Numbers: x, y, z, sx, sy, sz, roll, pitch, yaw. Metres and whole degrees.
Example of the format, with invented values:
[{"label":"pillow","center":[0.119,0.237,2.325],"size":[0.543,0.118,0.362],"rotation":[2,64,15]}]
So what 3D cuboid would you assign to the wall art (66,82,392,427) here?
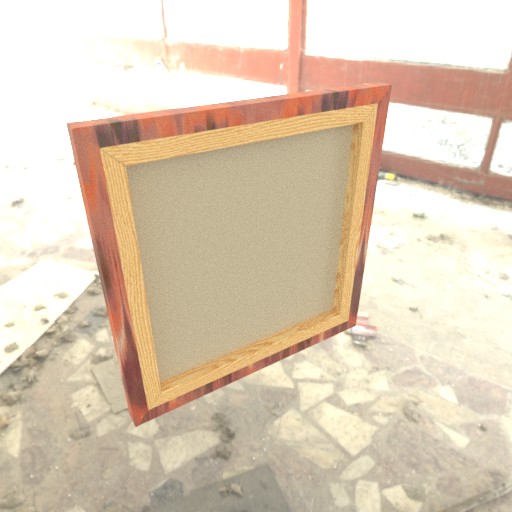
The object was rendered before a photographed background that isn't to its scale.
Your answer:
[{"label":"wall art","center":[0.000,0.000,0.899],"size":[0.603,0.609,0.037],"rotation":[-18,35,-27]}]
